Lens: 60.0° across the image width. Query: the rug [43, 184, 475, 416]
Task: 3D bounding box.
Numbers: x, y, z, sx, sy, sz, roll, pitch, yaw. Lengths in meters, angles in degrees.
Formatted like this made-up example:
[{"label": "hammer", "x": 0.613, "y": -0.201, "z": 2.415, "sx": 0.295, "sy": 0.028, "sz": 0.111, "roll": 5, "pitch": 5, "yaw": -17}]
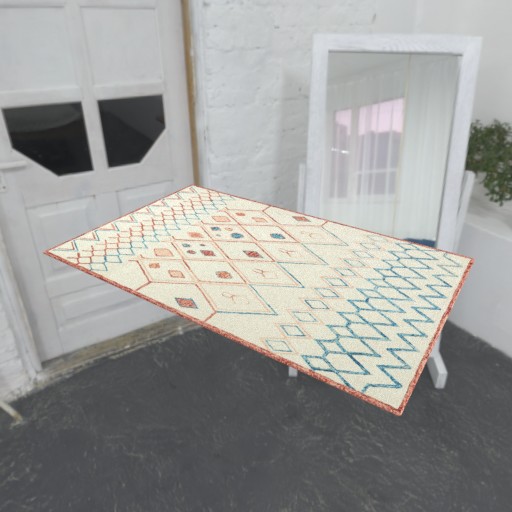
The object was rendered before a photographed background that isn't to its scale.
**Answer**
[{"label": "rug", "x": 0.000, "y": 0.000, "z": 2.946, "sx": 2.438, "sy": 0.015, "sz": 1.524, "roll": 18, "pitch": 35, "yaw": 29}]
